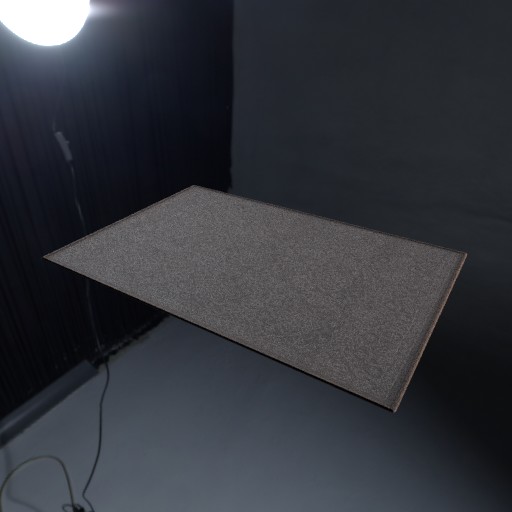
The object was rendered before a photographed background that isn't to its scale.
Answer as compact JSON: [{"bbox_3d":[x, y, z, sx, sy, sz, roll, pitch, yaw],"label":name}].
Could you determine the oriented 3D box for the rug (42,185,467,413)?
[{"bbox_3d":[0.000,0.000,2.856,2.286,0.011,1.524,18,34,28],"label":"rug"}]
